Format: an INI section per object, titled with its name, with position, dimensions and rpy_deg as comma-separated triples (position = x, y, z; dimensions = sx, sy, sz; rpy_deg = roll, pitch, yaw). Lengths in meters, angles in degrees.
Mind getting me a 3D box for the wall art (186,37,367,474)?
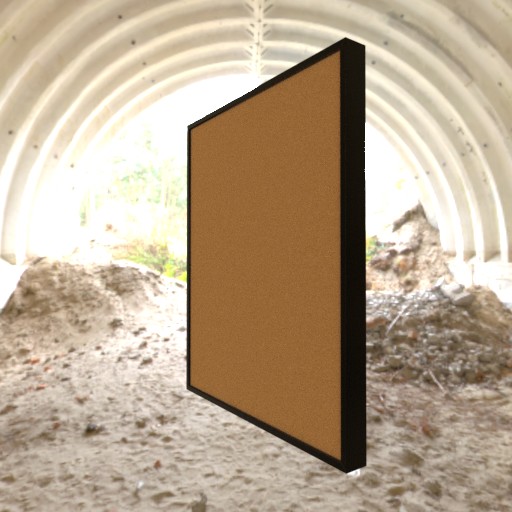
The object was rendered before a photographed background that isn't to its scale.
[wall art]
position = 0.000, 0.000, 0.756
dimensions = 0.039, 0.553, 0.451
rpy_deg = 0, -1, -35
